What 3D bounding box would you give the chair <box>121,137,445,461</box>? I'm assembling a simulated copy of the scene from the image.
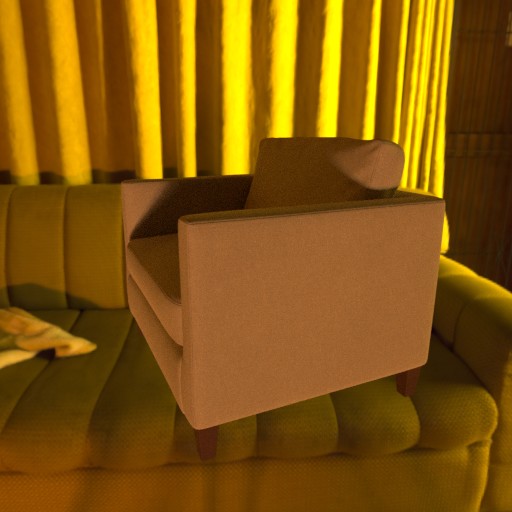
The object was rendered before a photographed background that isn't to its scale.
[{"bbox_3d":[0.000,0.000,1.849,0.959,0.961,1.107,-7,17,-24],"label":"chair"}]
